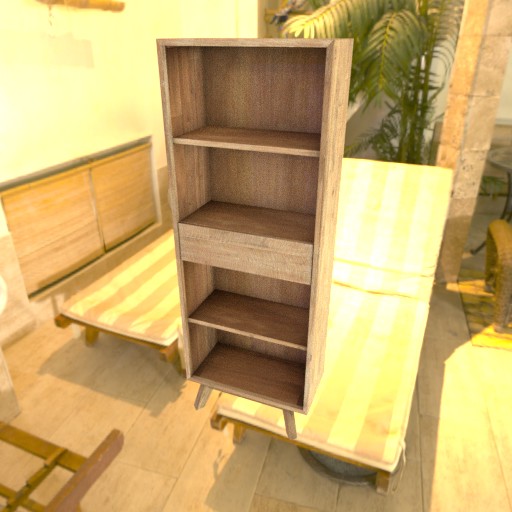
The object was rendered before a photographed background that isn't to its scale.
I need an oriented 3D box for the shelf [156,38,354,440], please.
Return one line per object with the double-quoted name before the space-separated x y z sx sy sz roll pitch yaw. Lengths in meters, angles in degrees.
"shelf" 0.000 0.000 1.523 0.491 1.342 0.267 10 28 19
